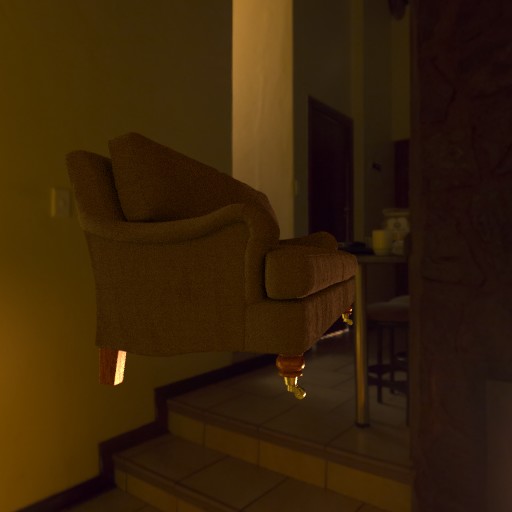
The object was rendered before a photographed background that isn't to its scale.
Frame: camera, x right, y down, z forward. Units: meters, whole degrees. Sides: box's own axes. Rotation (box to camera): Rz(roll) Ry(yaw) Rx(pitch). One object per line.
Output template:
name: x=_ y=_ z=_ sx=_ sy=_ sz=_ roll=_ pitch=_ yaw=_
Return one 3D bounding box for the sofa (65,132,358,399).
sofa: x=0.000 y=0.000 z=2.735 sx=1.086 sy=1.087 sz=2.165 roll=0 pitch=0 yaw=18
